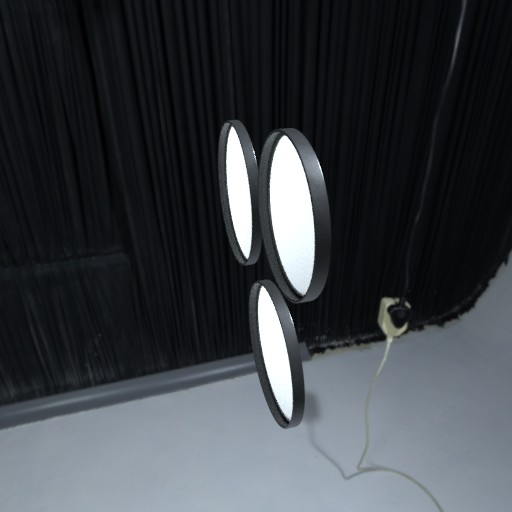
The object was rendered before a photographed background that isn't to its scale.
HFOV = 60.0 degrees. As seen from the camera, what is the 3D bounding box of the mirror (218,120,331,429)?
[{"bbox_3d":[0.000,0.000,3.187,0.076,2.096,2.160,-8,31,-14],"label":"mirror"}]
